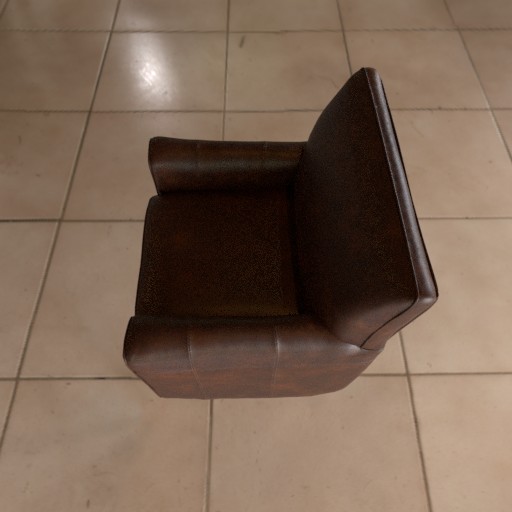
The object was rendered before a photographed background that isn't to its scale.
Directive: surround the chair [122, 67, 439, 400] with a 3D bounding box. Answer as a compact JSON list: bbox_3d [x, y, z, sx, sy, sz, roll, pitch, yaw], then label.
[{"bbox_3d":[0.000,0.000,1.581,0.823,0.943,0.870,-1,59,-1],"label":"chair"}]
